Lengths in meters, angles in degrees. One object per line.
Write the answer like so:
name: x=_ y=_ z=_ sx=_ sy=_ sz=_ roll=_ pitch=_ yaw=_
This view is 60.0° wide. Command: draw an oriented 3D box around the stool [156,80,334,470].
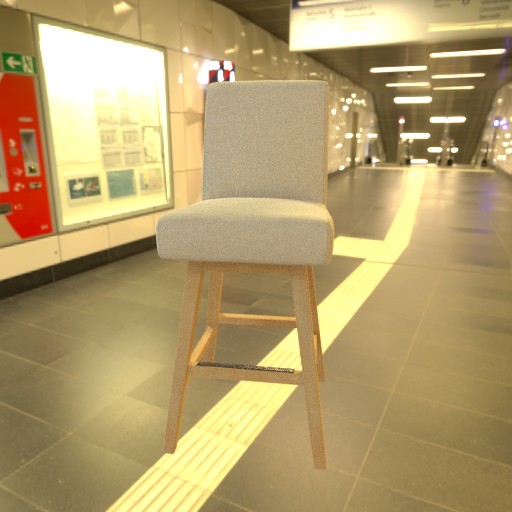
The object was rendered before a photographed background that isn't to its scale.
stool: x=0.000 y=0.000 z=1.304 sx=0.446 sy=1.015 sz=0.543 roll=2 pitch=16 yaw=8
